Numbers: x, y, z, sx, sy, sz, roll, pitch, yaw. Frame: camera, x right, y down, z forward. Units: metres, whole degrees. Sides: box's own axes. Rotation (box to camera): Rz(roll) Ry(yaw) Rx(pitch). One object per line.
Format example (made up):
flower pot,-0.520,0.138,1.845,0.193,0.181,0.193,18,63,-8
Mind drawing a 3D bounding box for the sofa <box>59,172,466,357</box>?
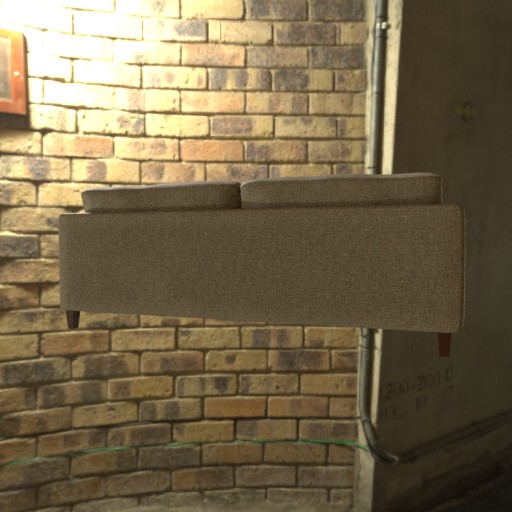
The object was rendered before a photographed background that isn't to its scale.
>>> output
sofa,0.000,0.000,2.939,2.434,0.951,0.948,1,2,18
